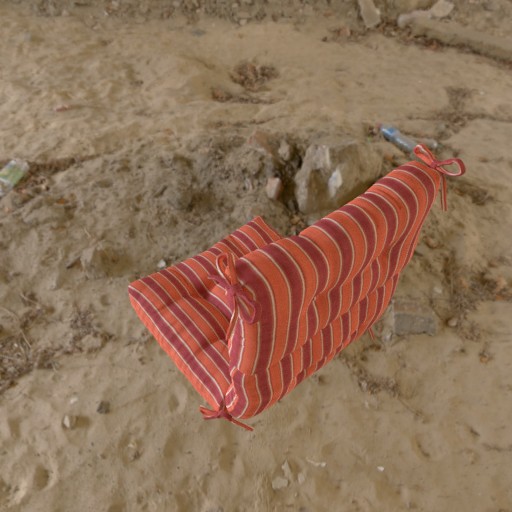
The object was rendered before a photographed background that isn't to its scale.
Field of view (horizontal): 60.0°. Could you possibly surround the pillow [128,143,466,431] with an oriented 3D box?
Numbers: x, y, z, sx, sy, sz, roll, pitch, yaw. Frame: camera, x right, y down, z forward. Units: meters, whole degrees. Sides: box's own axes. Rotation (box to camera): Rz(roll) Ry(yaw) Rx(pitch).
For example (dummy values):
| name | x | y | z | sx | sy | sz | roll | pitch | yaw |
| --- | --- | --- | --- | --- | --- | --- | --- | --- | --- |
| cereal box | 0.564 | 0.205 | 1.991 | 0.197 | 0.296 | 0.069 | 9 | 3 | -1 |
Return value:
| name | x | y | z | sx | sy | sz | roll | pitch | yaw |
| --- | --- | --- | --- | --- | --- | --- | --- | --- | --- |
| pillow | 0.000 | 0.000 | 1.011 | 0.519 | 0.605 | 0.571 | -30 | 53 | -26 |
